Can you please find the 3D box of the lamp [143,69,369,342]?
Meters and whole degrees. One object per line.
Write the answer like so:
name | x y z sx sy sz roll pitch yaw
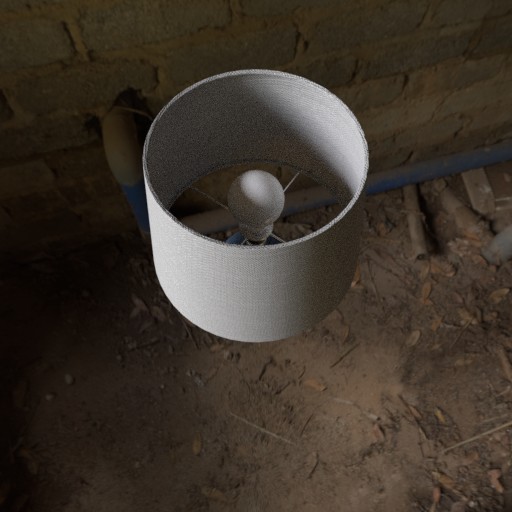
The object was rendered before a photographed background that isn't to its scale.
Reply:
lamp | 0.000 0.000 0.584 0.253 0.428 0.253 0 64 0
